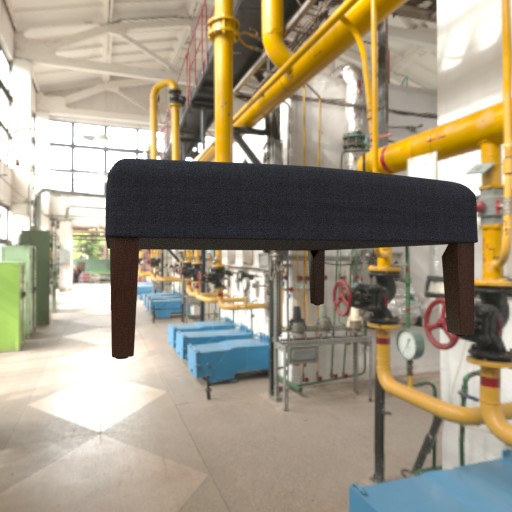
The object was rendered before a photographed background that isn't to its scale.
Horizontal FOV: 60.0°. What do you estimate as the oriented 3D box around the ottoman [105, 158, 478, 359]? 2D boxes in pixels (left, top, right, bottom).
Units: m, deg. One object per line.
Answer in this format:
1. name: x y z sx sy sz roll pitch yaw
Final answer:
1. ottoman: 0.000 0.000 1.389 0.890 0.411 0.889 0 -1 -18
